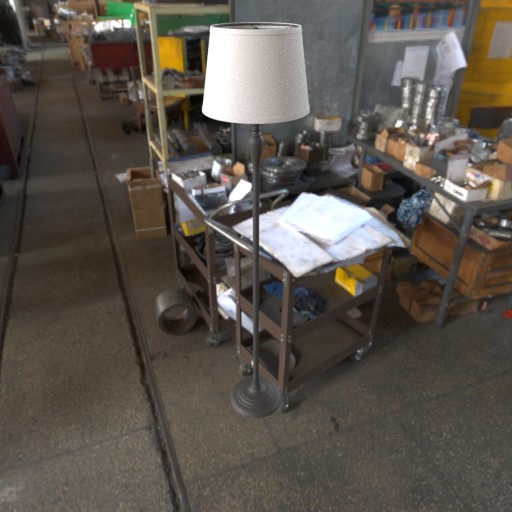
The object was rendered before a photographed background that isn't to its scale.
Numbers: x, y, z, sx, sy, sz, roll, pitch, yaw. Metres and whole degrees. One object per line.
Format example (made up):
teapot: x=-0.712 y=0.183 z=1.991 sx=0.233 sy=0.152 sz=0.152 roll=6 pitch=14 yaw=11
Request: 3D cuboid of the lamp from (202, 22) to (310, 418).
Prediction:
lamp: x=0.000 y=0.000 z=1.629 sx=0.327 sy=1.506 sz=0.327 roll=20 pitch=37 yaw=29
